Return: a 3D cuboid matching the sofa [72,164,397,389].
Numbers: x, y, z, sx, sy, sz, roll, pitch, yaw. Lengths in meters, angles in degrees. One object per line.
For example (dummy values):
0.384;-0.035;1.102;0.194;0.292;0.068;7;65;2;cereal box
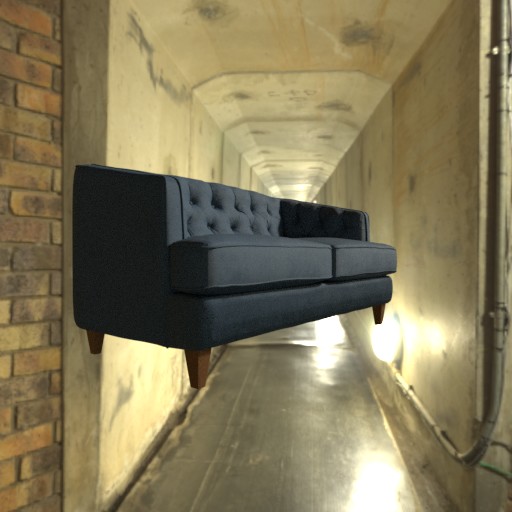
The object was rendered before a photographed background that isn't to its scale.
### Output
0.000;0.000;2.309;0.941;0.854;1.733;0;1;37;sofa
